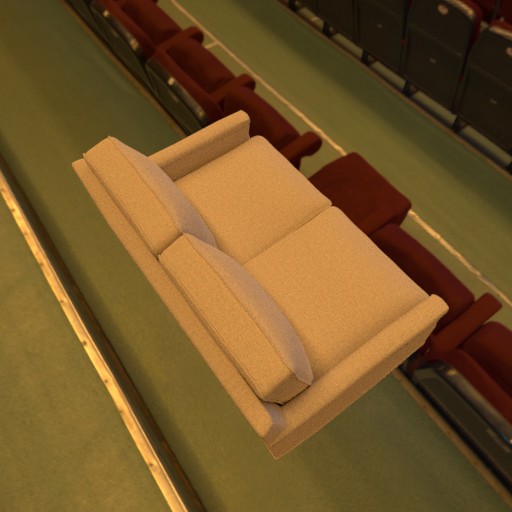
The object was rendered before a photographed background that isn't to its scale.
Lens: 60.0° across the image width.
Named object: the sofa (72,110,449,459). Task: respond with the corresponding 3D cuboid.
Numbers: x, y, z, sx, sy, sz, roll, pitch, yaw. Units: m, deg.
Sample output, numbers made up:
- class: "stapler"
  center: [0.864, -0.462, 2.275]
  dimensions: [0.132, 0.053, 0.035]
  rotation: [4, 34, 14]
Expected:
- class: "sofa"
  center: [0.000, 0.000, 2.223]
  dimensions: [1.084, 1.003, 1.597]
  rotation: [-32, 63, -18]
